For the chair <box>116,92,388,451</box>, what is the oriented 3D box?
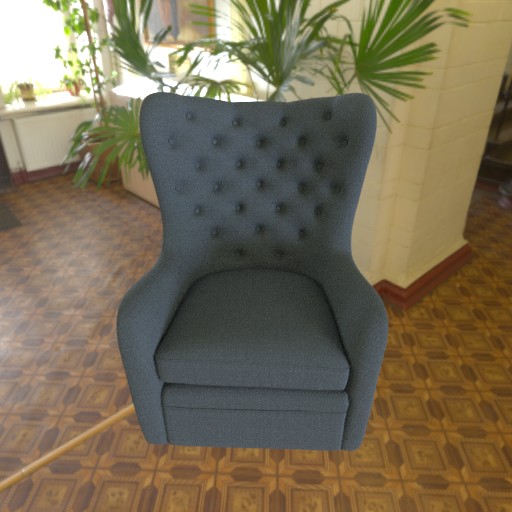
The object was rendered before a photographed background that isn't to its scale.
[{"bbox_3d":[0.000,0.000,1.667,0.831,1.079,0.930,1,30,2],"label":"chair"}]
